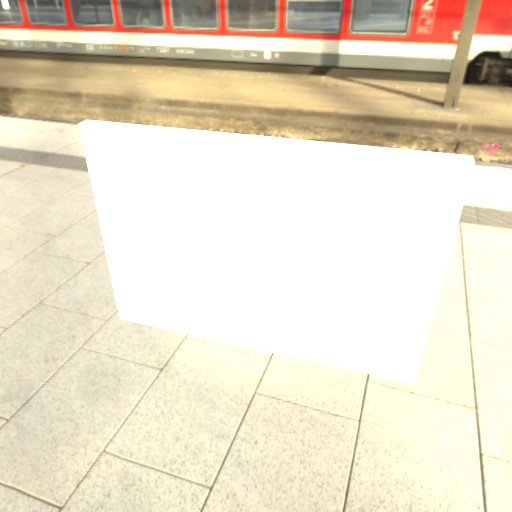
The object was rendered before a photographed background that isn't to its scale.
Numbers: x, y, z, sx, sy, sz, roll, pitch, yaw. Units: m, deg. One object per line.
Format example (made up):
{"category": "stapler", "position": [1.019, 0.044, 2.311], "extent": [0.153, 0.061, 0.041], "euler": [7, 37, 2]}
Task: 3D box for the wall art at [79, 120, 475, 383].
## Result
{"category": "wall art", "position": [0.000, 0.000, 1.673], "extent": [1.308, 0.902, 0.051], "euler": [9, 33, 15]}
